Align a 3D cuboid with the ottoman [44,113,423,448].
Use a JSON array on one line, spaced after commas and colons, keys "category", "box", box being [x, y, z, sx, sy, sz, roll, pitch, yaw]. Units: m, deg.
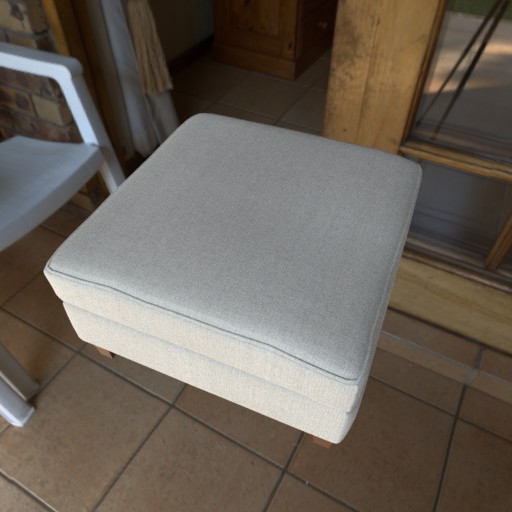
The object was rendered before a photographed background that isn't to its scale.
[{"category": "ottoman", "box": [0.000, 0.000, 1.384, 0.838, 0.503, 0.838, 17, 50, 15]}]
